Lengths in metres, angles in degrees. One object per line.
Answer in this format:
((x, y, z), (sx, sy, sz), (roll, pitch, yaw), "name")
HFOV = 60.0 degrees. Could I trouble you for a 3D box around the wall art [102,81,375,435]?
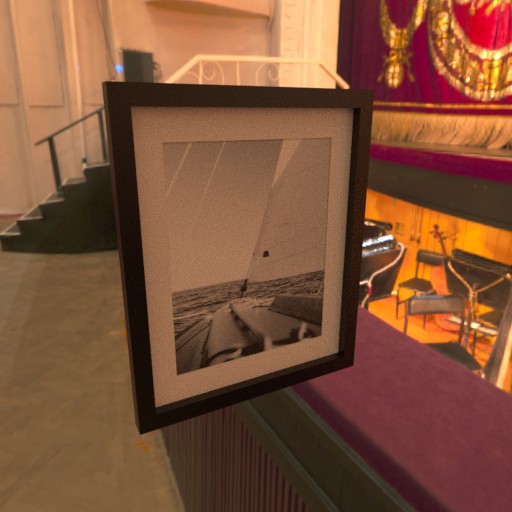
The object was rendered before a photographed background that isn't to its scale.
((0.000, 0.000, 0.781), (0.461, 0.558, 0.031), (-9, 20, -27), "wall art")
